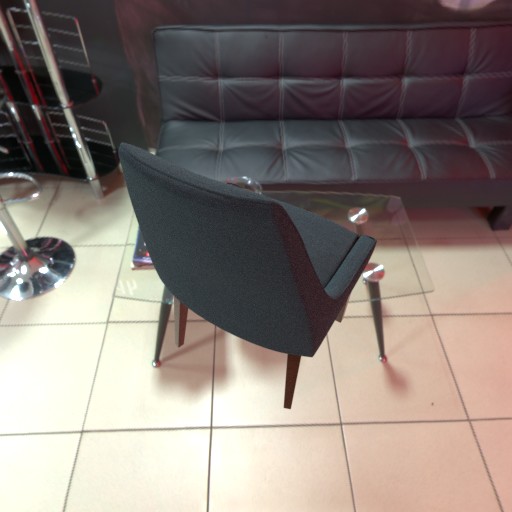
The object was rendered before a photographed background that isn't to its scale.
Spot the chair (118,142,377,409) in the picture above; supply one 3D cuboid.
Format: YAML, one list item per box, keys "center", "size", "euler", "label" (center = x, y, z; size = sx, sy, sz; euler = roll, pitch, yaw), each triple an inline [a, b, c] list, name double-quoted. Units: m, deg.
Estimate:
- center: [0.000, 0.000, 1.232]
  size: [0.529, 0.861, 0.544]
  euler: [24, 52, 21]
  label: "chair"
